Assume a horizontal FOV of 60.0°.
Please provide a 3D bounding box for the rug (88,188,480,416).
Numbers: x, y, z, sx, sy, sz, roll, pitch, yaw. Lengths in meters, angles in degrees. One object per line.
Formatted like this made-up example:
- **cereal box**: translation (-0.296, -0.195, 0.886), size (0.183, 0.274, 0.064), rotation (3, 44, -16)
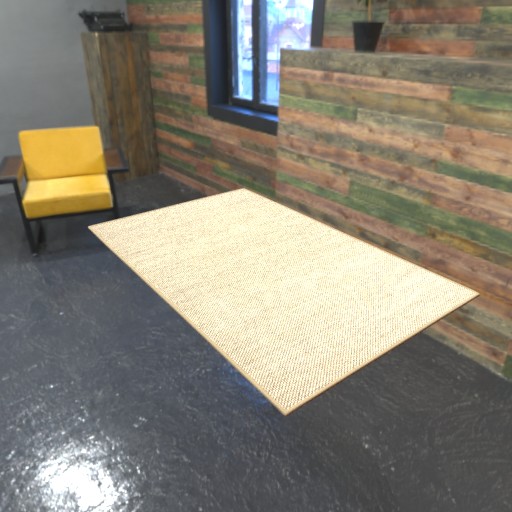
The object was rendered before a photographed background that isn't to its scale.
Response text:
- **rug**: translation (0.000, 0.000, 2.128), size (1.062, 0.013, 1.667), rotation (-19, 33, -32)
